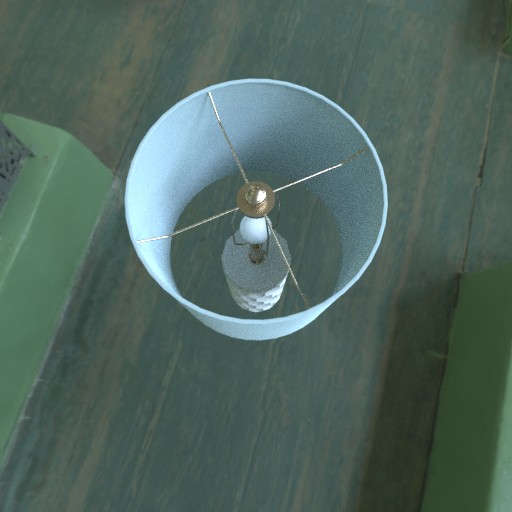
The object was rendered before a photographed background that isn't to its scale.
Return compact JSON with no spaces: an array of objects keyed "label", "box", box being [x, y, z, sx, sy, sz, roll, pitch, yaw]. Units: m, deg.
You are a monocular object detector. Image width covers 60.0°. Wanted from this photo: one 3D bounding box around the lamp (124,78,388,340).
[{"label":"lamp","box":[0.000,0.000,0.725,0.277,0.534,0.277,14,76,4]}]
